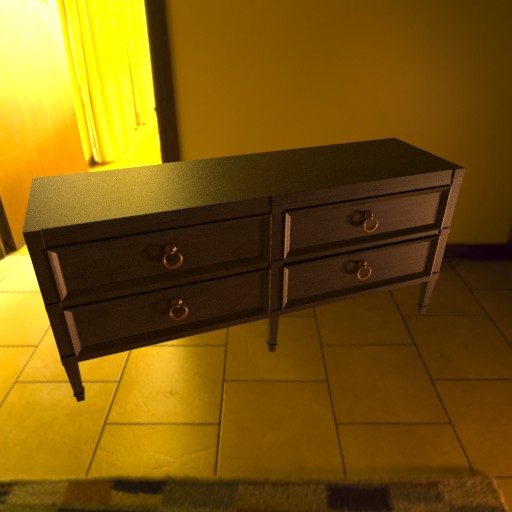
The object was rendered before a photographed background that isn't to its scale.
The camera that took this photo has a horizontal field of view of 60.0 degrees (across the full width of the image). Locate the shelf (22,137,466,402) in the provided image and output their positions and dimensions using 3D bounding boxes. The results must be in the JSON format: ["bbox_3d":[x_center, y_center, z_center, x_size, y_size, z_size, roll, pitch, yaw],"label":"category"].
[{"bbox_3d":[0.000,0.000,1.853,1.575,0.719,0.479,-11,32,-17],"label":"shelf"}]
